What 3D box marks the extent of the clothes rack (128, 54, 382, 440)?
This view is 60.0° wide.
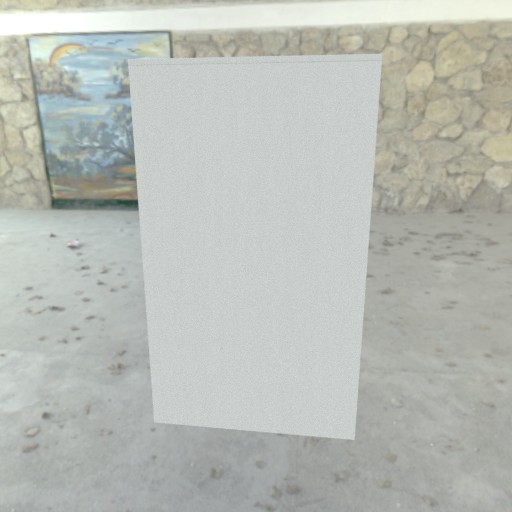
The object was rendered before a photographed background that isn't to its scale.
[{"bbox_3d":[0.000,0.000,1.587,0.750,1.280,0.250,2,16,7],"label":"clothes rack"}]
